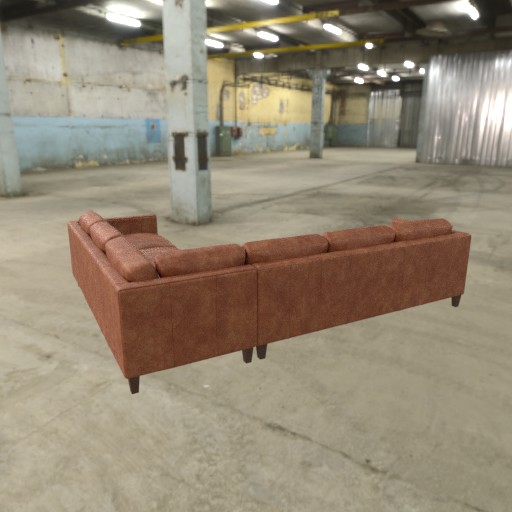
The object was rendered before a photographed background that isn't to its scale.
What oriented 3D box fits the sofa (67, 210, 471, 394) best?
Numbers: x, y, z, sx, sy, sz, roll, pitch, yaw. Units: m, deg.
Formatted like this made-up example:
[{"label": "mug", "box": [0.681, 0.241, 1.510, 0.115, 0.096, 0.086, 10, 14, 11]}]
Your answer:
[{"label": "sofa", "box": [0.000, 0.000, 4.366, 3.167, 0.838, 2.438, -8, 17, -28]}]
